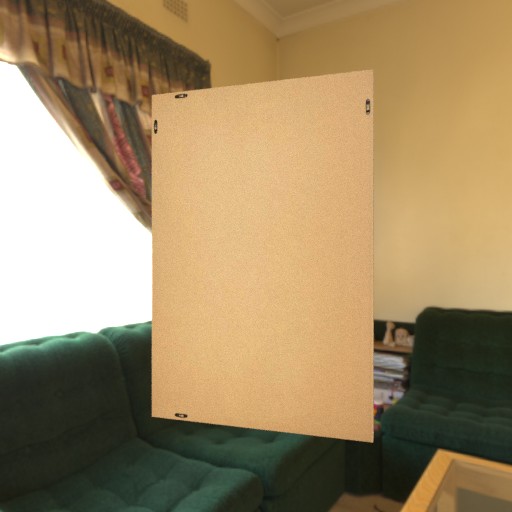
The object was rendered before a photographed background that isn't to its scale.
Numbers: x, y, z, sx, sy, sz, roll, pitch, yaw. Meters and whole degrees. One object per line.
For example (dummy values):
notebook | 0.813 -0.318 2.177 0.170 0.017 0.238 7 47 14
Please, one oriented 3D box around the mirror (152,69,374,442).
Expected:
mirror | 0.000 0.000 1.189 0.609 0.915 0.041 0 0 17
